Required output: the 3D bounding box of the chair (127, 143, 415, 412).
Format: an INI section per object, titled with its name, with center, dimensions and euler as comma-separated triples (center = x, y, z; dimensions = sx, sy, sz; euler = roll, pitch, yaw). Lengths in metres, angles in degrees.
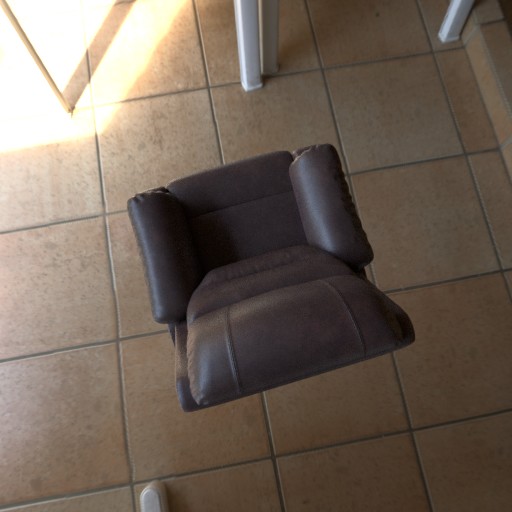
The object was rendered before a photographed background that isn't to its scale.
[chair]
center = 0.000, 0.000, 1.693
dimensions = 0.855, 0.992, 0.919
euler = -16, 77, -4
